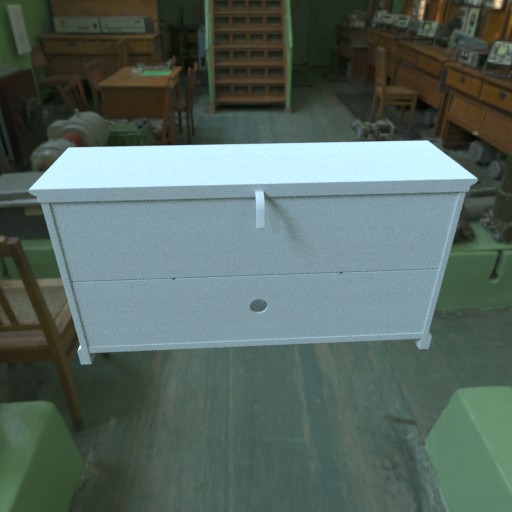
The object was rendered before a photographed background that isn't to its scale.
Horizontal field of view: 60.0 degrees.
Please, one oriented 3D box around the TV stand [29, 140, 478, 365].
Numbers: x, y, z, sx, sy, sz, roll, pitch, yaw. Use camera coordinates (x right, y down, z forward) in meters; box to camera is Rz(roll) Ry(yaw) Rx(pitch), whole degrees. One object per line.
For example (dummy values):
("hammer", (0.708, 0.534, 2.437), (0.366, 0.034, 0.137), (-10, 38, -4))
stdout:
("TV stand", (0.000, 0.000, 1.454), (1.187, 0.624, 0.424), (-2, 32, -3))
